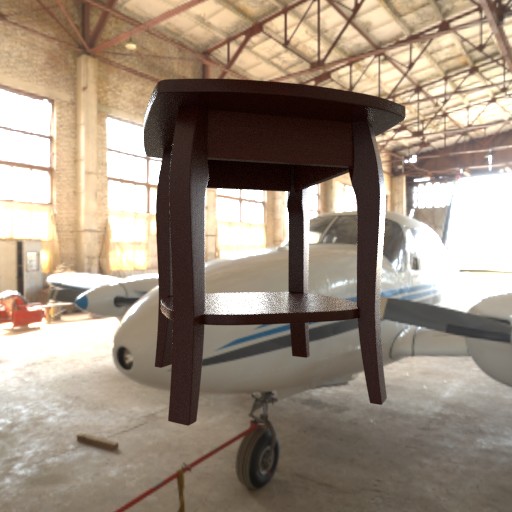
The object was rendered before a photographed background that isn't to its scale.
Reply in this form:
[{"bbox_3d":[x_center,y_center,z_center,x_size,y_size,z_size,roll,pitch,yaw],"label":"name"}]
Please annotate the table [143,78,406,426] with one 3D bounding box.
[{"bbox_3d":[0.000,0.000,0.879,0.433,0.496,0.502,0,0,-16],"label":"table"}]
